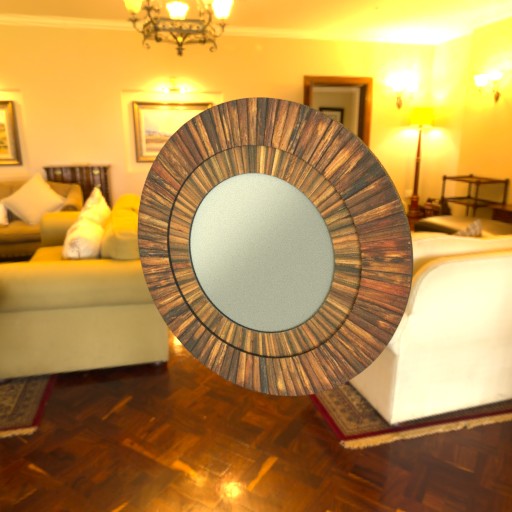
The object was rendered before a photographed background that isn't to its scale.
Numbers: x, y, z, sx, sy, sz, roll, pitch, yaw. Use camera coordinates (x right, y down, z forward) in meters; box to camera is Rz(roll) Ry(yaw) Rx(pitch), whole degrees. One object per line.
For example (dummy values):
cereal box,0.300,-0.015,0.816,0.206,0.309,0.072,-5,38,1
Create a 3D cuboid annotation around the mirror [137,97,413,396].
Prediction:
mirror,0.000,0.000,1.598,1.077,1.077,0.036,8,17,27
